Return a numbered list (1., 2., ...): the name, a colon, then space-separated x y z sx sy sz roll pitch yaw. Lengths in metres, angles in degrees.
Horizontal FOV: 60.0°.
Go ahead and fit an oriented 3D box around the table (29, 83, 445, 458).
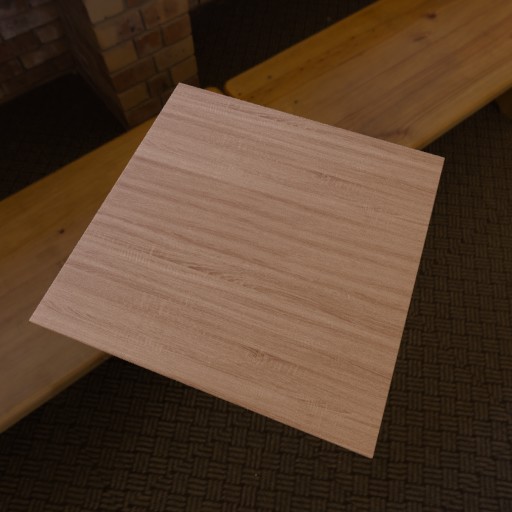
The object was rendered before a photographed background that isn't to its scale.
1. table: 0.000 0.000 1.371 0.890 0.305 0.890 19 65 9
